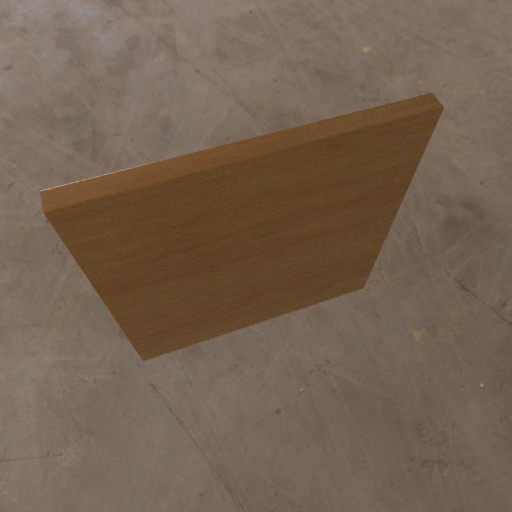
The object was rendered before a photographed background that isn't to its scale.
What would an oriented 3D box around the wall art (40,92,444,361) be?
[{"bbox_3d":[0.000,0.000,0.449,0.302,0.302,0.019,-17,60,-10],"label":"wall art"}]
